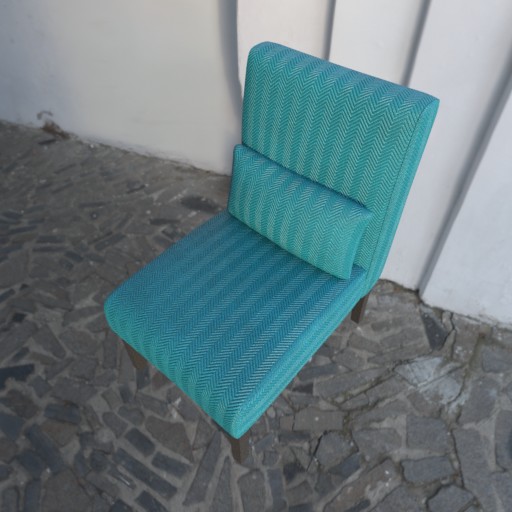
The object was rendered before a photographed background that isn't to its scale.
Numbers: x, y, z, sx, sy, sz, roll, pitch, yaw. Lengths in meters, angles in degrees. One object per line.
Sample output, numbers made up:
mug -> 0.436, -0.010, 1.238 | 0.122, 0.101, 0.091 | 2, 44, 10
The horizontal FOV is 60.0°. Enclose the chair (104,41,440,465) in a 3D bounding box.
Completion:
chair -> 0.000, 0.000, 1.357 | 0.579, 0.927, 0.808 | 32, 55, 26
